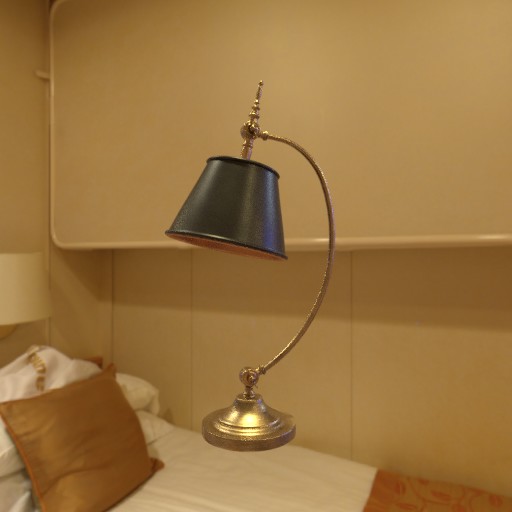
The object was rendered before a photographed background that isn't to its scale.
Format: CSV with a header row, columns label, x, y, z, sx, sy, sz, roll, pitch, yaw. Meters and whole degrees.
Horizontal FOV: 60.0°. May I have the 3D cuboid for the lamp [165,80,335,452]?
label,x,y,z,sx,sy,sz,roll,pitch,yaw
lamp,0.000,0.000,0.852,0.344,0.675,0.235,0,0,-19
